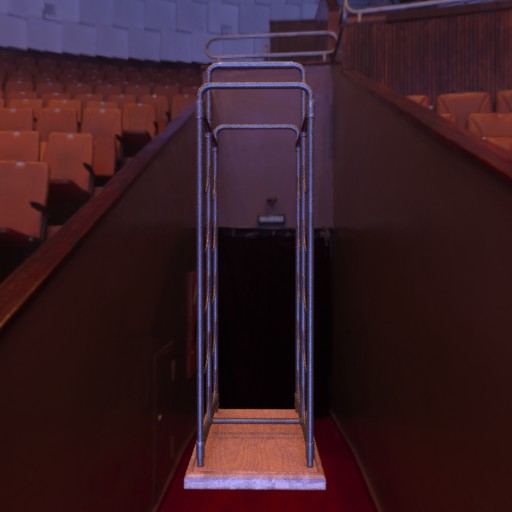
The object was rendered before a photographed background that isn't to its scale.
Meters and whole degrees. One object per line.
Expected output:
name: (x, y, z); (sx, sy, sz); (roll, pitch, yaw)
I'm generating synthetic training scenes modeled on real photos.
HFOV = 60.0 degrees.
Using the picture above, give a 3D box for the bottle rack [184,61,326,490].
bottle rack: (0.000, 0.000, 0.781); (0.208, 0.680, 0.276); (0, 1, 1)
